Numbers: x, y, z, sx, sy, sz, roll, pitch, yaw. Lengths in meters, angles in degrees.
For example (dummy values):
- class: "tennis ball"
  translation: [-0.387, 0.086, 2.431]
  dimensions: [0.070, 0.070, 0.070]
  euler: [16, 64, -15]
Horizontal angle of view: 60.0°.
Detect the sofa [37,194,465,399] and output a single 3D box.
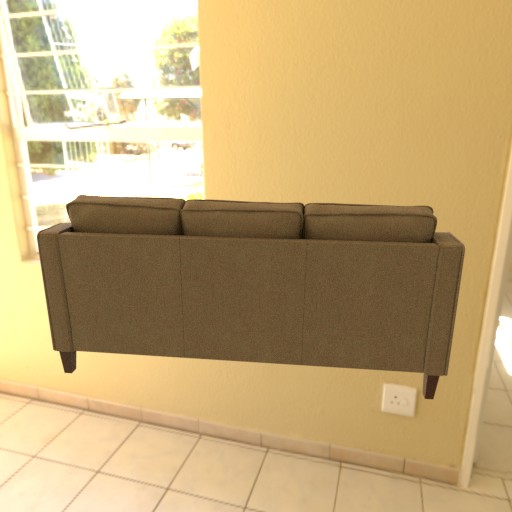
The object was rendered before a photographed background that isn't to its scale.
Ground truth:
- class: "sofa"
  translation: [0.000, 0.000, 3.303]
  dimensions: [2.317, 1.081, 1.858]
  euler: [2, 16, 7]
